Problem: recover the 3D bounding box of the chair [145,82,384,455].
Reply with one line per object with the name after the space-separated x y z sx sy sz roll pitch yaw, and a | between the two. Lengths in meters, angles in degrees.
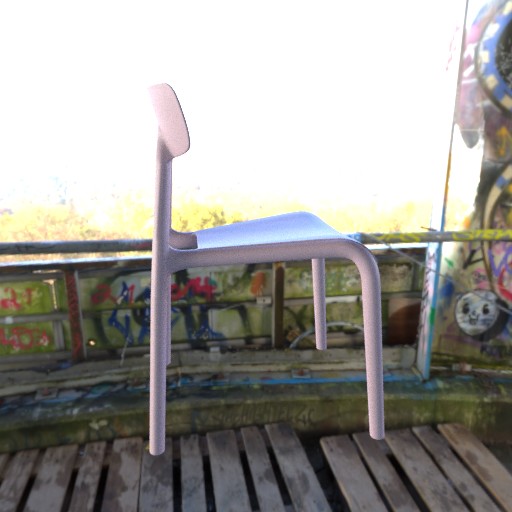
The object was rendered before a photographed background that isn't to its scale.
0.000 0.000 0.828 0.401 0.580 0.356 -2 16 -8 | chair
